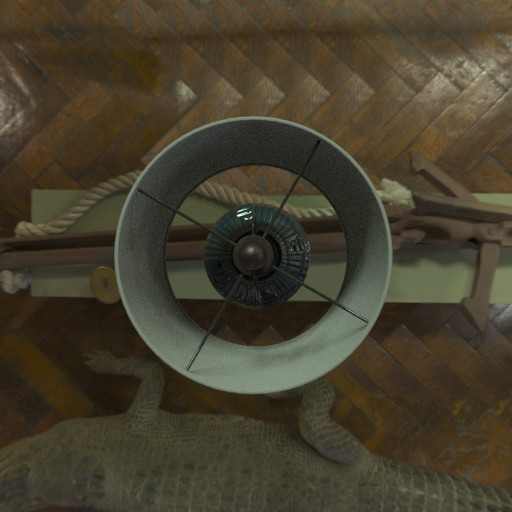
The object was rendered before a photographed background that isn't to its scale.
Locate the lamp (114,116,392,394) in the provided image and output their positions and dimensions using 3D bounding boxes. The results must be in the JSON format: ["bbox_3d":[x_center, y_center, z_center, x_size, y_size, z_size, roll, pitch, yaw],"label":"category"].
[{"bbox_3d":[0.000,0.000,0.754,0.318,0.567,0.318,0,90,1],"label":"lamp"}]
